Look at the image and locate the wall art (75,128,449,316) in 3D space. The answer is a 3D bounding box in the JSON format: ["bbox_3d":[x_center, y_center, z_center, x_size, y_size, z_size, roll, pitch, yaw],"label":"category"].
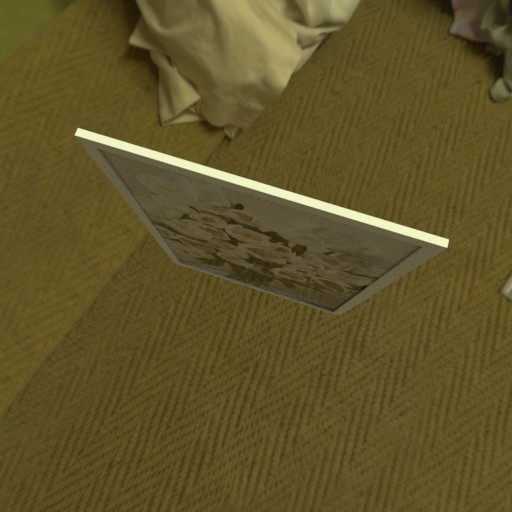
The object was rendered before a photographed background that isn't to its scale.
[{"bbox_3d":[0.000,0.000,1.217,0.660,0.965,0.015,17,76,4],"label":"wall art"}]
